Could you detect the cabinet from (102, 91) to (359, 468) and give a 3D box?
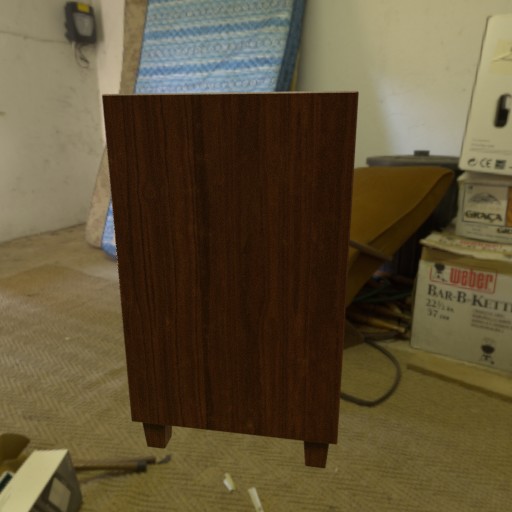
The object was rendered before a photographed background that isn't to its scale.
[{"bbox_3d":[0.000,0.000,1.062,0.410,0.695,0.607,3,16,9],"label":"cabinet"}]
